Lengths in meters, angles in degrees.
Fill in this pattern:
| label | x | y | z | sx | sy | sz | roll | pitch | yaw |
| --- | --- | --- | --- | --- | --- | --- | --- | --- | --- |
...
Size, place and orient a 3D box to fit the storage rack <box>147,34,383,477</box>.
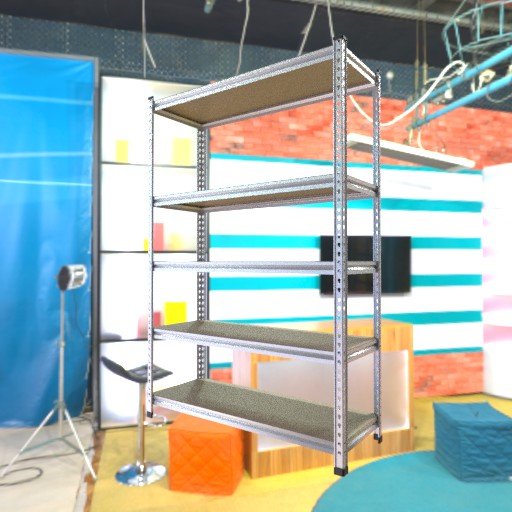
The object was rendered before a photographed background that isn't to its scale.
| label | x | y | z | sx | sy | sz | roll | pitch | yaw |
| --- | --- | --- | --- | --- | --- | --- | --- | --- | --- |
| storage rack | 0.000 | 0.000 | 2.370 | 1.219 | 1.829 | 0.457 | -1 | -1 | 36 |
